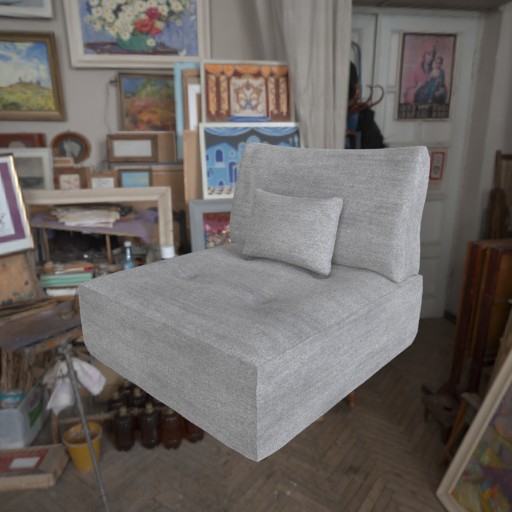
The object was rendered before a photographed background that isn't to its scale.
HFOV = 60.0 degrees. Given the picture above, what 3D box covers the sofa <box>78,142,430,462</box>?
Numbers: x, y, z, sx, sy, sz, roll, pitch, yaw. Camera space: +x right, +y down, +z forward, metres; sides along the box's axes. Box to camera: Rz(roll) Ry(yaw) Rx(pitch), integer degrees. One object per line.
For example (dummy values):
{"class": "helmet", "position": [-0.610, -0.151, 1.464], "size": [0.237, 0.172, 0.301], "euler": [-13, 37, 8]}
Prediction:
{"class": "sofa", "position": [0.000, 0.000, 1.708], "size": [0.930, 0.820, 1.000], "euler": [14, 21, 41]}
